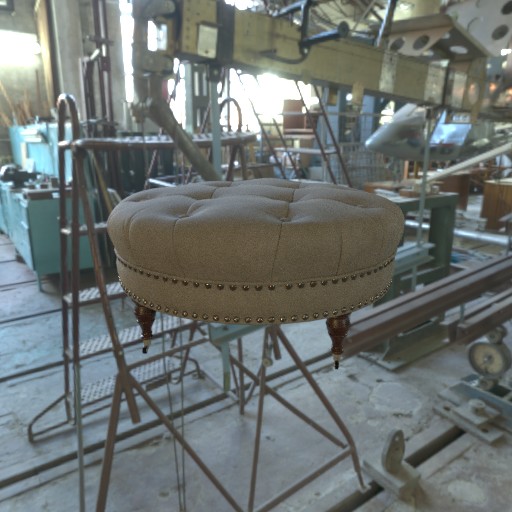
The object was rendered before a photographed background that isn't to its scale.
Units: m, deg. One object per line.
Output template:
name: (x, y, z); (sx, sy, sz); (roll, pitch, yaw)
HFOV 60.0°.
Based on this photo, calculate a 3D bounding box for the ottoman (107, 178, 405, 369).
ottoman: (0.000, 0.000, 1.424); (0.901, 0.439, 0.901); (0, 16, 0)
